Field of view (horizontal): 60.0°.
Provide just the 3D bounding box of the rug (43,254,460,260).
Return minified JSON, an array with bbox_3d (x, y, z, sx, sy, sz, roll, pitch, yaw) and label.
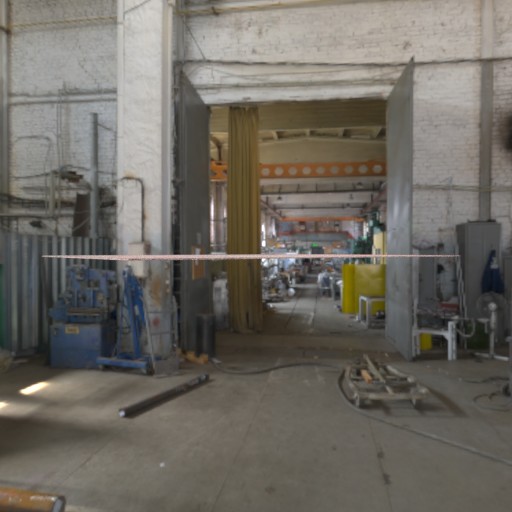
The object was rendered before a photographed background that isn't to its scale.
[{"bbox_3d":[0.000,0.000,2.325,1.829,0.005,1.219,0,1,-36],"label":"rug"}]
